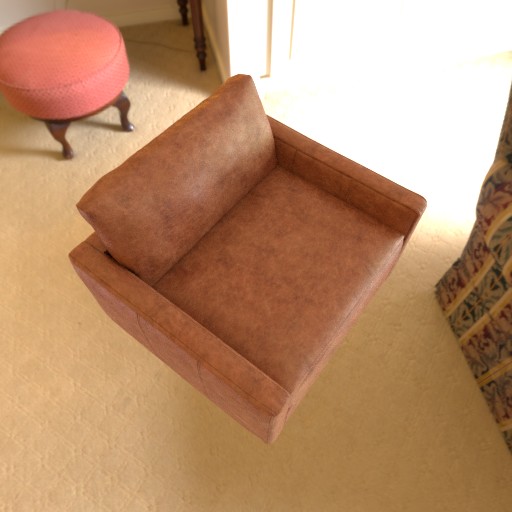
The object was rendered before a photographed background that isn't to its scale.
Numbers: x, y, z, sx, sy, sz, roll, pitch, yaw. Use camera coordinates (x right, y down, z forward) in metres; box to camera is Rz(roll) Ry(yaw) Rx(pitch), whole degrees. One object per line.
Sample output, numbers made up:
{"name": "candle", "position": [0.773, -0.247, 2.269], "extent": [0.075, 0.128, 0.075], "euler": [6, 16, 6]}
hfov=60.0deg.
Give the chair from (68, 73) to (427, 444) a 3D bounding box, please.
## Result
{"name": "chair", "position": [0.000, 0.000, 1.659], "extent": [0.862, 0.869, 0.967], "euler": [33, 64, 19]}
